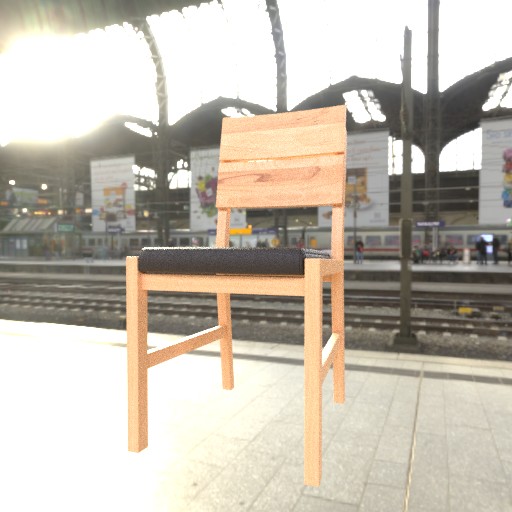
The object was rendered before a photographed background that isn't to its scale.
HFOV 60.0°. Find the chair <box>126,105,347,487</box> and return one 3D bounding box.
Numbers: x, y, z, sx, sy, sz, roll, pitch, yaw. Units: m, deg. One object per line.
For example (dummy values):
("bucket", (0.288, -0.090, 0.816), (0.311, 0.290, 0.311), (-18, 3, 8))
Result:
("chair", (0.000, 0.000, 1.249), (0.475, 0.950, 0.560), (0, 1, 20))
